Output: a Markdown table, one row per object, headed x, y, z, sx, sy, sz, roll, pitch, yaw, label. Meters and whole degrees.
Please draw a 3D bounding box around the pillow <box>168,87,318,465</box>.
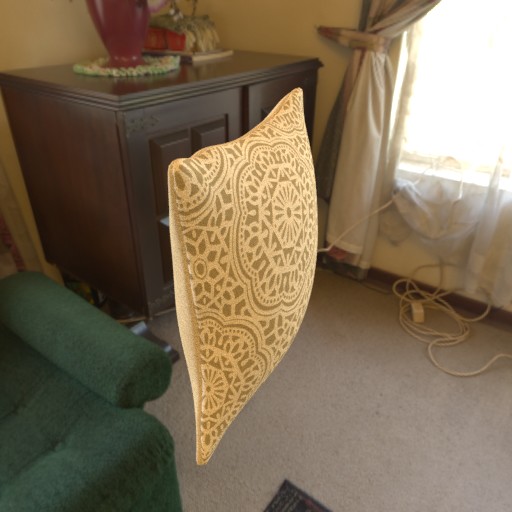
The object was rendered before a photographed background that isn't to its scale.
| x | y | z | sx | sy | sz | roll | pitch | yaw | label |
| --- | --- | --- | --- | --- | --- | --- | --- | --- | --- |
| 0.000 | 0.000 | 0.663 | 0.167 | 0.421 | 0.438 | 10 | 31 | 17 | pillow |
